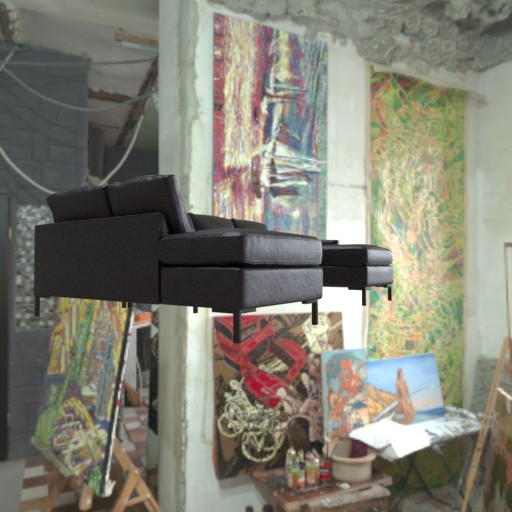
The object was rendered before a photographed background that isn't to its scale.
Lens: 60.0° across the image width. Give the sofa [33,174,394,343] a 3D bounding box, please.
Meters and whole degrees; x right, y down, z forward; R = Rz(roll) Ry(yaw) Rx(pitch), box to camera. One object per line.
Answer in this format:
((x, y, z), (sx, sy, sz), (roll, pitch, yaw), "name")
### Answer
((0.000, 0.000, 3.841), (1.939, 0.900, 2.956), (-1, -1, 35), "sofa")
